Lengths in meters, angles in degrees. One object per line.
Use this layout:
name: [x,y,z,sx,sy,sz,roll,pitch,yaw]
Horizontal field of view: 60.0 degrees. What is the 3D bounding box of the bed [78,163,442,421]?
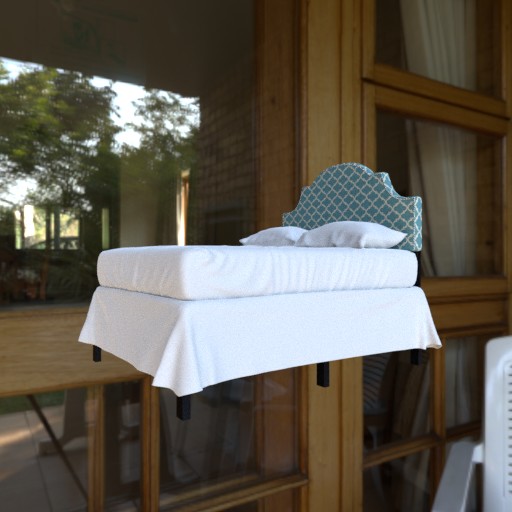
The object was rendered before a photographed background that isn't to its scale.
bed: [0.000,0.000,3.388,2.222,1.633,1.780,0,0,-35]
